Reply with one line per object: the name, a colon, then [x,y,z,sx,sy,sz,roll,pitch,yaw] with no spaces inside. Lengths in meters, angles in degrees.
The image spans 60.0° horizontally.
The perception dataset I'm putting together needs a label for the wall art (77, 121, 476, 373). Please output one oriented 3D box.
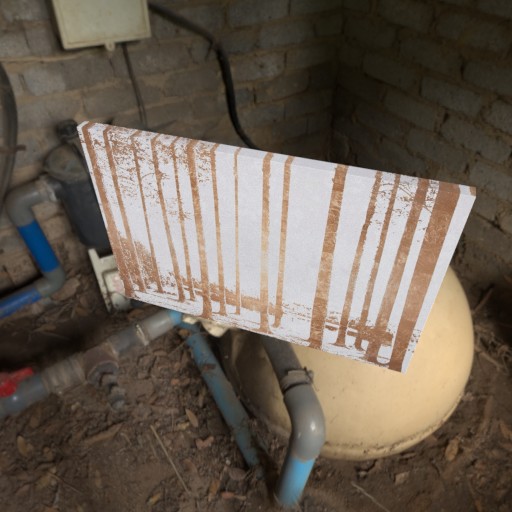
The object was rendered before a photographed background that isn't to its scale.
wall art: [0.000,0.000,1.186,0.914,0.609,0.035,13,44,14]
